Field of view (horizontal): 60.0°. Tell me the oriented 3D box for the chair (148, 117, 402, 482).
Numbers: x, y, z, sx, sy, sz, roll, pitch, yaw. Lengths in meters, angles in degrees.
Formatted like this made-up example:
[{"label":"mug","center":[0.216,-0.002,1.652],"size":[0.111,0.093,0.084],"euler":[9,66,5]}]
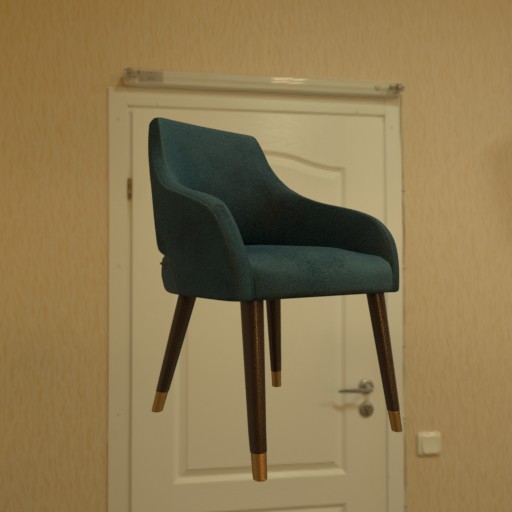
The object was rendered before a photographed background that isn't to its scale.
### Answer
[{"label":"chair","center":[0.000,0.000,1.532],"size":[0.683,1.081,0.794],"euler":[1,-1,-36]}]
